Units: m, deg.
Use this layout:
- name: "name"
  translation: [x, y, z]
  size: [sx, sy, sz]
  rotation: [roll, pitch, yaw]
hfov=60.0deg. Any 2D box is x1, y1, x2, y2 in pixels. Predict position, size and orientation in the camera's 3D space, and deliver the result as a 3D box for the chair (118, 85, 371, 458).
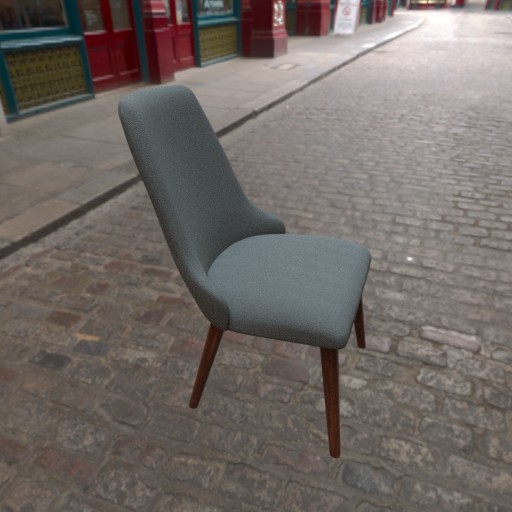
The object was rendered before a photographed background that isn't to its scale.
- name: "chair"
  translation: [0.000, 0.000, 1.352]
  size: [0.707, 0.918, 0.535]
  rotation: [11, 32, 18]
